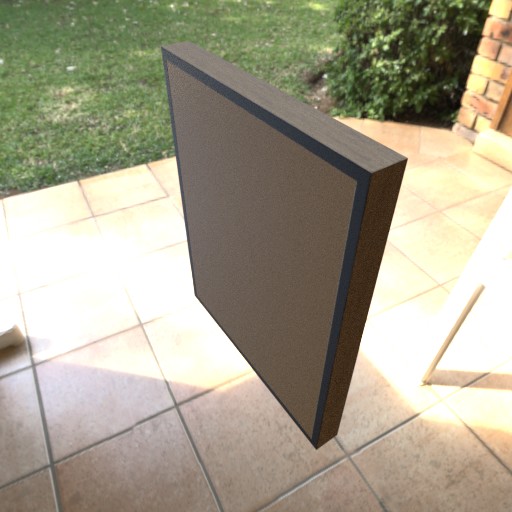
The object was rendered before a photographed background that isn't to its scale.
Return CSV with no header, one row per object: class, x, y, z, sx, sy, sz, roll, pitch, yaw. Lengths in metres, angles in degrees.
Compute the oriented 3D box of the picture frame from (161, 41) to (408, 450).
picture frame,0.000,0.000,0.696,0.046,0.526,0.421,-24,47,-25
